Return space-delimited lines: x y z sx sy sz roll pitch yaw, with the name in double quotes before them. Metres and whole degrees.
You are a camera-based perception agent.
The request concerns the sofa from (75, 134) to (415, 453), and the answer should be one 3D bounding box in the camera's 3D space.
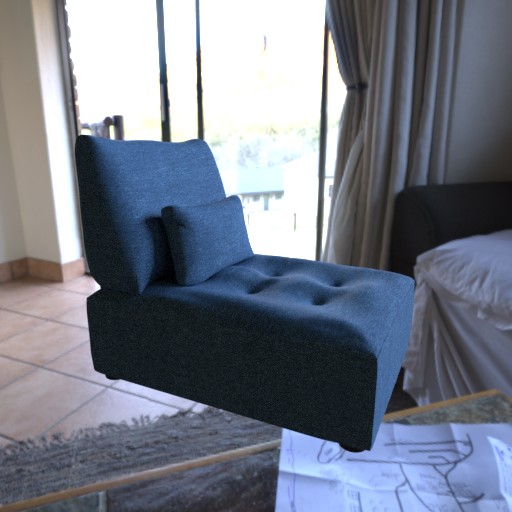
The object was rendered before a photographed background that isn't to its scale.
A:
"sofa" 0.000 0.000 1.553 1.000 0.820 0.700 7 16 25
